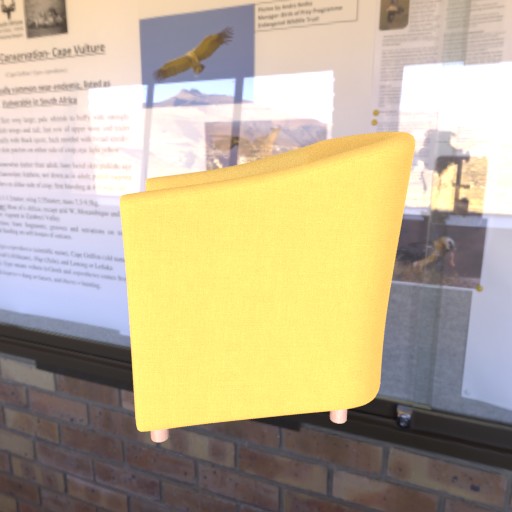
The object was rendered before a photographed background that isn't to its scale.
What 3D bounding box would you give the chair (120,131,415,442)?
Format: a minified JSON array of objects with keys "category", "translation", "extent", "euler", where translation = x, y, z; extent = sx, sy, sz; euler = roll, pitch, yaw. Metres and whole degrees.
[{"category":"chair","translation":[0.000,0.000,1.352],"extent":[0.700,0.720,0.790],"euler":[-2,13,-10]}]
